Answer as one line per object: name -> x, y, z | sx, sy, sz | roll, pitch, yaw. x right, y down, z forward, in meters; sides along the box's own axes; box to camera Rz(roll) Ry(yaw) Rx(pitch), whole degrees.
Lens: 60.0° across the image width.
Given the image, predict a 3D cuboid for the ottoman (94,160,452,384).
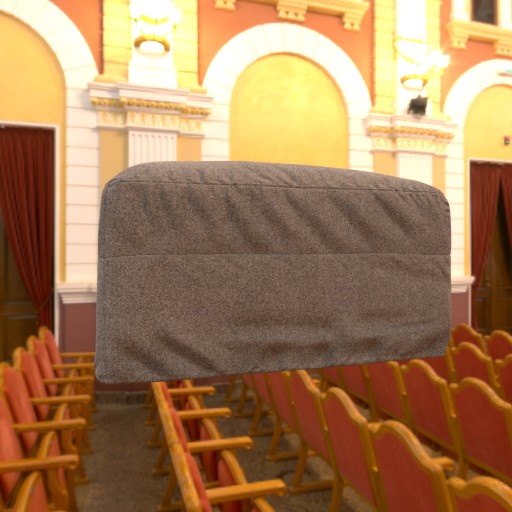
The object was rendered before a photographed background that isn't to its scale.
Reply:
ottoman -> 0.000, 0.000, 1.252 | 0.837, 0.481, 0.683 | 0, 0, -17
